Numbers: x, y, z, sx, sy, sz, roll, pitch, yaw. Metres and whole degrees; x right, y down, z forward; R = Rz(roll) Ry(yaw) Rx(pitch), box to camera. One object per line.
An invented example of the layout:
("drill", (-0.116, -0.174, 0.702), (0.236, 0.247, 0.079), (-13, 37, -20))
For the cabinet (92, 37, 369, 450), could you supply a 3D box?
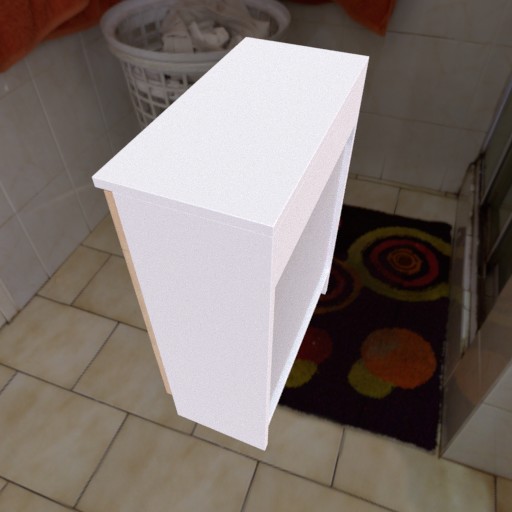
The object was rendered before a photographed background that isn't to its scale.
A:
("cabinet", (0.000, 0.000, 1.121), (0.296, 0.815, 0.600), (17, 49, 15))
